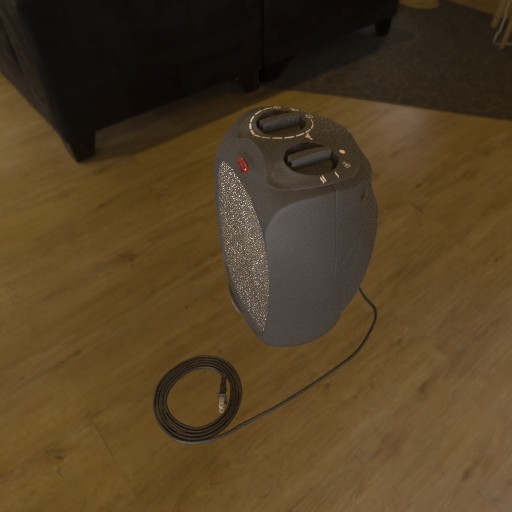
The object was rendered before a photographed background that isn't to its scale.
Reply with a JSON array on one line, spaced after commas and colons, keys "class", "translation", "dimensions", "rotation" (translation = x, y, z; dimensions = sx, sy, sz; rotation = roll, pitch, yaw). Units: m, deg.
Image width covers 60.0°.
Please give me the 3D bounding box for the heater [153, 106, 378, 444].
[{"class": "heater", "translation": [0.000, 0.000, 0.461], "dimensions": [0.291, 0.240, 0.239], "rotation": [-17, 50, -15]}]
